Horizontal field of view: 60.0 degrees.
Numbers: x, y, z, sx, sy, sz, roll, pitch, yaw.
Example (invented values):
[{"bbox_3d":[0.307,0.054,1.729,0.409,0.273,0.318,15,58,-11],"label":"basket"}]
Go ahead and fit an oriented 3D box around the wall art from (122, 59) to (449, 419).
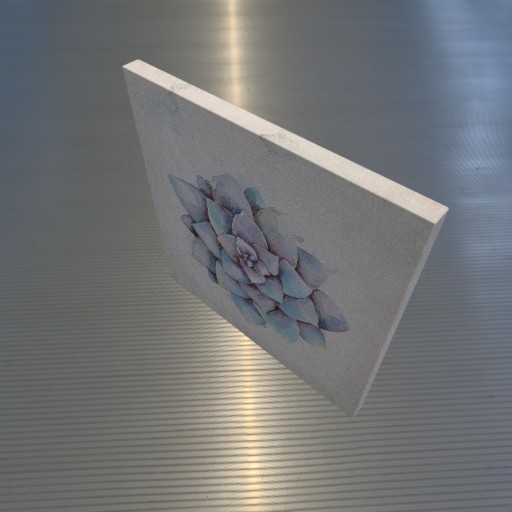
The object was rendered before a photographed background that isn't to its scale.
[{"bbox_3d":[0.000,0.000,0.905,0.612,0.612,0.040,34,57,26],"label":"wall art"}]
